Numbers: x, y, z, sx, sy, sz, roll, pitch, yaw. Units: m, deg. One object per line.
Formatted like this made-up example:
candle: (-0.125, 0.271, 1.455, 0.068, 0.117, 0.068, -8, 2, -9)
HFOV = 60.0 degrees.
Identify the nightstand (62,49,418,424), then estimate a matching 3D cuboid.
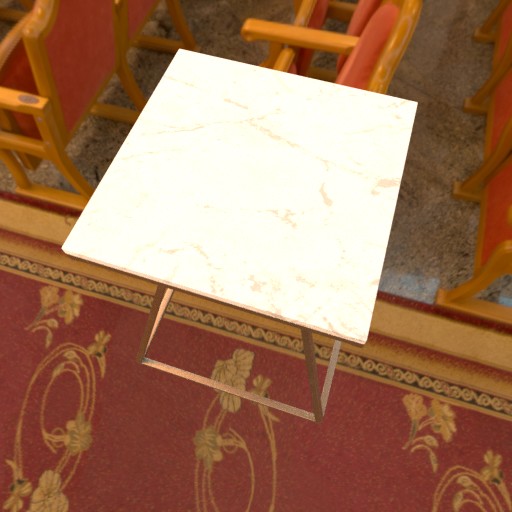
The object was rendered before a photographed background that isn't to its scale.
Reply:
nightstand: (0.000, 0.000, 0.885, 0.455, 0.554, 0.455, 16, 64, 8)
